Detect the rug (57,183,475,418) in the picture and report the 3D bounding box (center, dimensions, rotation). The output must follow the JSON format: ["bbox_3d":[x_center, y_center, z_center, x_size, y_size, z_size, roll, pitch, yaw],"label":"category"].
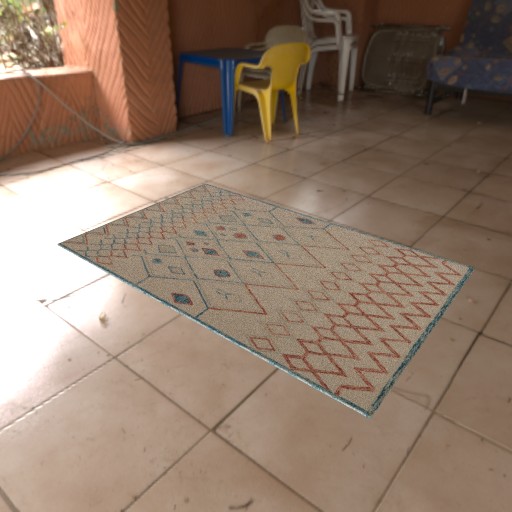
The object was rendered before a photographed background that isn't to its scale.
[{"bbox_3d":[0.000,0.000,3.030,2.438,0.015,1.524,22,37,33],"label":"rug"}]
